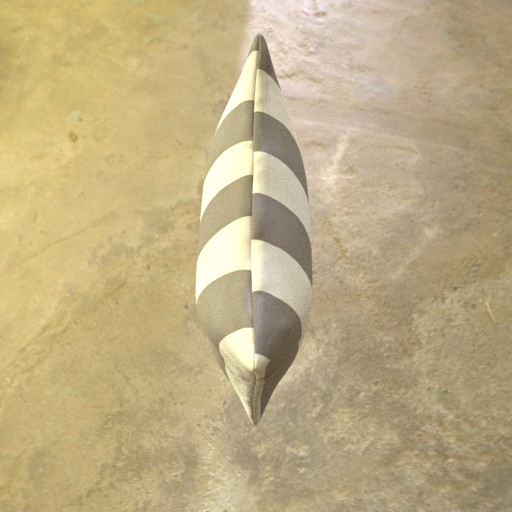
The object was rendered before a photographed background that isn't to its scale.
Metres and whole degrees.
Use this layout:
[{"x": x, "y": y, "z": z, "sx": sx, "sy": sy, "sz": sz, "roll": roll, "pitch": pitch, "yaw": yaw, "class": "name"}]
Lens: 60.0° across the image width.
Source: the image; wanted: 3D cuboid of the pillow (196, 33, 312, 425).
[{"x": 0.000, "y": 0.000, "z": 0.796, "sx": 0.192, "sy": 0.507, "sz": 0.522, "roll": 1, "pitch": 63, "yaw": 0, "class": "pillow"}]
